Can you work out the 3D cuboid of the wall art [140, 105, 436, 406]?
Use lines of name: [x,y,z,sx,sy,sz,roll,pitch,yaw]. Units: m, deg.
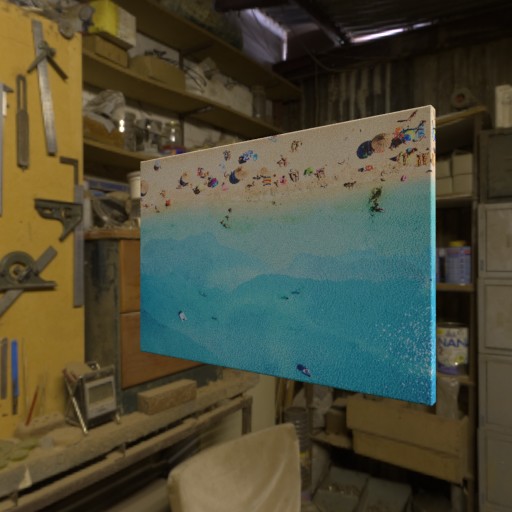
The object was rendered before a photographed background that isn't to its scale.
wall art: [0.000,0.000,1.480,1.136,0.769,0.040,0,0,36]
